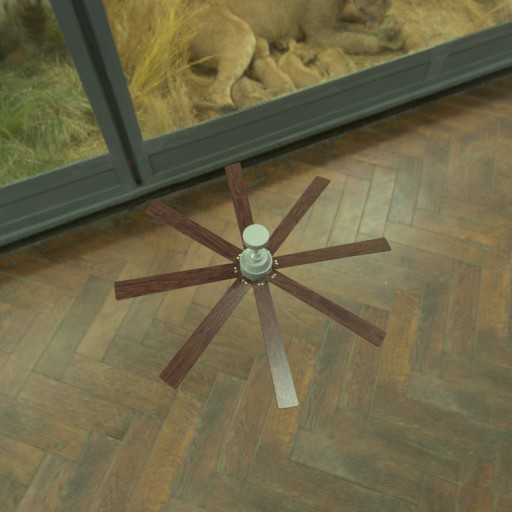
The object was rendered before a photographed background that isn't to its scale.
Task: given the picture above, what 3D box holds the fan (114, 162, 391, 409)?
[{"bbox_3d":[0.000,0.000,2.796,1.830,0.472,1.830,30,63,17],"label":"fan"}]
